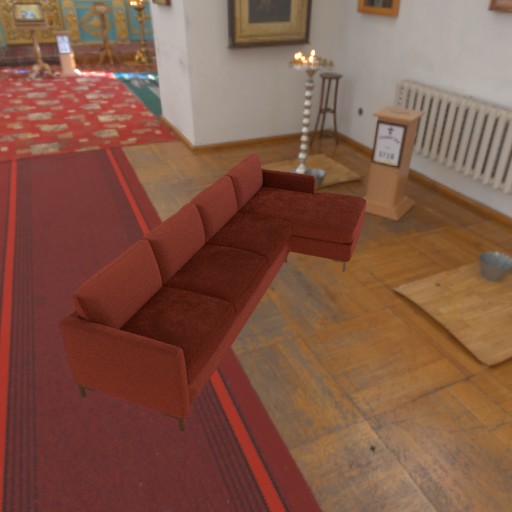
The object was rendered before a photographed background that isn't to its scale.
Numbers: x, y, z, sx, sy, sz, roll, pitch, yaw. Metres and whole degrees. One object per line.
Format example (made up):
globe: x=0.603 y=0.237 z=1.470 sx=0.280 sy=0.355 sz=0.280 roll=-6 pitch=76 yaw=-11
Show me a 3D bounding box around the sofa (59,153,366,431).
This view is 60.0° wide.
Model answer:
sofa: x=0.000 y=0.000 z=3.593 sx=1.350 sy=0.810 sz=2.932 roll=11 pitch=32 yaw=18
